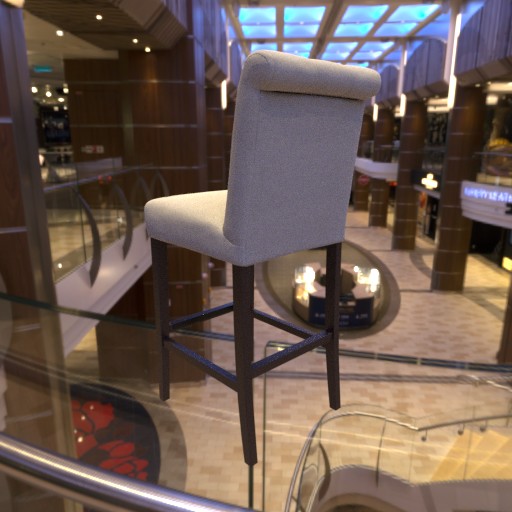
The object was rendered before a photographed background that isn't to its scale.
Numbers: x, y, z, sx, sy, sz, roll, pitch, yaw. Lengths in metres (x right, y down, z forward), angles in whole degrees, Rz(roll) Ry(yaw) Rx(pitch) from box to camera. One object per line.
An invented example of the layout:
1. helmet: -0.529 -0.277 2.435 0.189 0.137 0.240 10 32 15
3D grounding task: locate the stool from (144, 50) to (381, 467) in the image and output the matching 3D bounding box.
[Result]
1. stool: 0.000 0.000 1.460 0.493 1.140 0.601 -14 20 -41
